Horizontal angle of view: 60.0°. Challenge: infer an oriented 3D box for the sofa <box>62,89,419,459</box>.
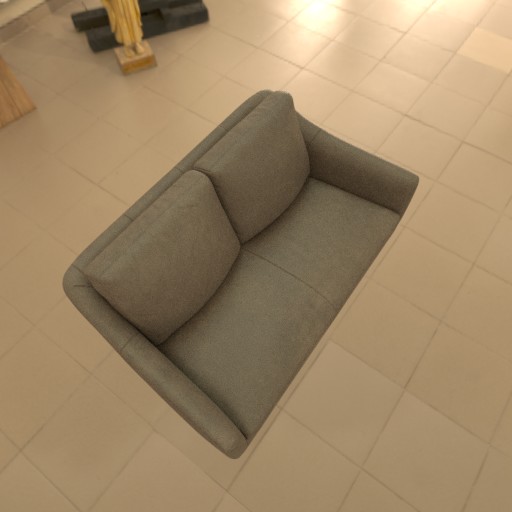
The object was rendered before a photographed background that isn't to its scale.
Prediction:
[{"bbox_3d":[0.000,0.000,2.205,0.960,0.902,1.619,32,64,17],"label":"sofa"}]
